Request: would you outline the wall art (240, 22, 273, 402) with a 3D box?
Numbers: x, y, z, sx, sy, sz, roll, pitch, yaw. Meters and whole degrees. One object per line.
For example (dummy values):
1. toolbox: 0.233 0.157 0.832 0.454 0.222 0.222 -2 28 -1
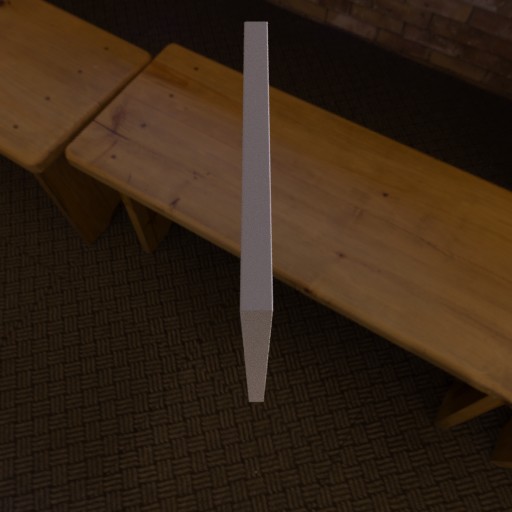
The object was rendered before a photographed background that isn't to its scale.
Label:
1. wall art: 0.000 0.000 0.973 0.039 0.753 0.511 0 64 0
